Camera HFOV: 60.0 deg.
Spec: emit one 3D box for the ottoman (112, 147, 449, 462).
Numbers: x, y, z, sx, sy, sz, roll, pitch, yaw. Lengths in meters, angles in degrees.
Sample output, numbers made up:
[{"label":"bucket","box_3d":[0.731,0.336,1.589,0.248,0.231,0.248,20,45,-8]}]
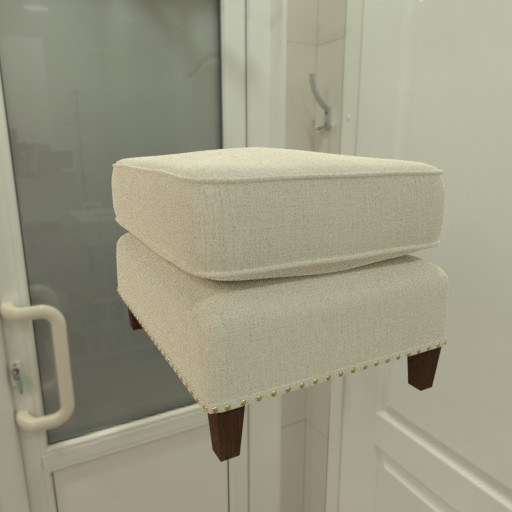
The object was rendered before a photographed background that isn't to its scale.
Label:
[{"label":"ottoman","box_3d":[0.000,0.000,1.126,0.589,0.537,0.738,-7,16,-27]}]
